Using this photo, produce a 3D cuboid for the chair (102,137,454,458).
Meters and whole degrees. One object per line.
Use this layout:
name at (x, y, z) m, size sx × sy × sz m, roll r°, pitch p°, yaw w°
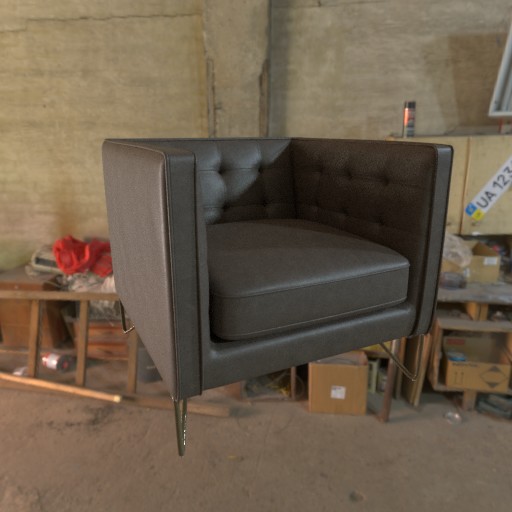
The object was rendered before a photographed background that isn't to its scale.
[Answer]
chair at (0.000, 0.000, 1.560) m, size 0.880 × 0.790 × 0.894 m, roll -8°, pitch 18°, yaw -25°
